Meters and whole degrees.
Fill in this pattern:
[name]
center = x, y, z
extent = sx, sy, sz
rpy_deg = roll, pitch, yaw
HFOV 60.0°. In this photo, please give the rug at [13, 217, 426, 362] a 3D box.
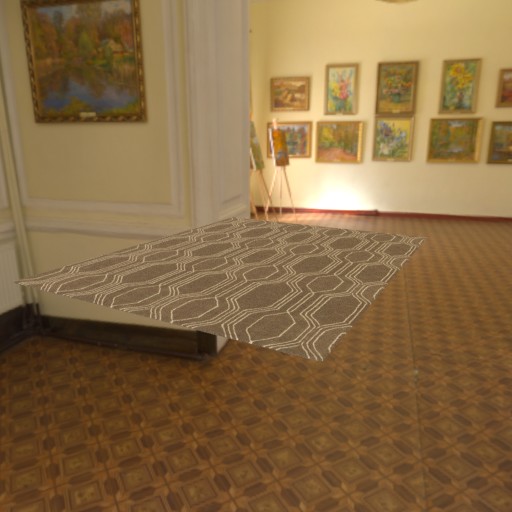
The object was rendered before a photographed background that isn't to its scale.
[rug]
center = 0.000, 0.000, 4.018
extent = 2.457, 0.012, 3.062
rpy_deg = 8, 17, 28
